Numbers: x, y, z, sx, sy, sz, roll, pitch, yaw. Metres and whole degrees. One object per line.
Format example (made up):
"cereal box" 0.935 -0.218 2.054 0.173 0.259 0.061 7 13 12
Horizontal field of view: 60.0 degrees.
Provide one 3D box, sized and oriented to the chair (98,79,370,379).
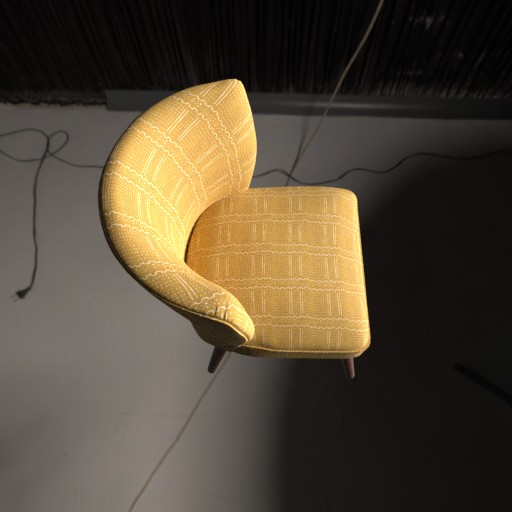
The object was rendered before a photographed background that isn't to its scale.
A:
"chair" 0.000 0.000 1.443 0.758 0.866 0.706 1 64 0
